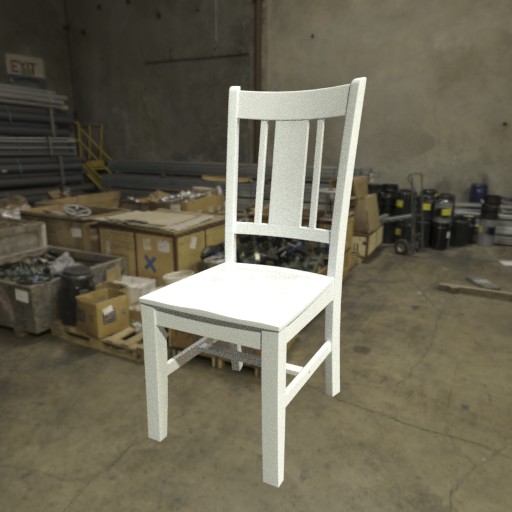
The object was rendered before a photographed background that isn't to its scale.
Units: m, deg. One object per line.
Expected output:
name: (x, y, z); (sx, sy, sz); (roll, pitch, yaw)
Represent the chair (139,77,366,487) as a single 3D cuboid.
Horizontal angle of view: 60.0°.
chair: (0.000, 0.000, 1.279); (0.450, 0.998, 0.555); (7, 16, 27)
